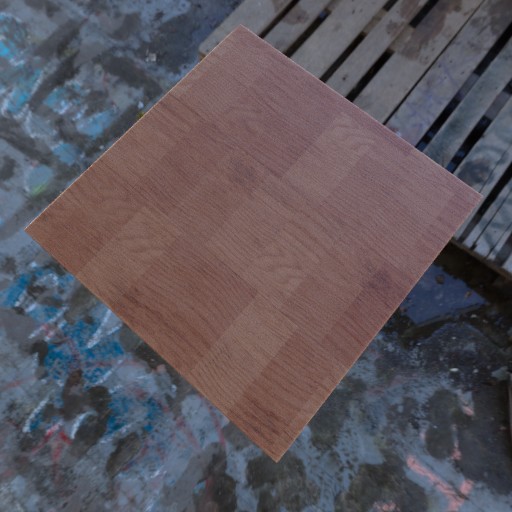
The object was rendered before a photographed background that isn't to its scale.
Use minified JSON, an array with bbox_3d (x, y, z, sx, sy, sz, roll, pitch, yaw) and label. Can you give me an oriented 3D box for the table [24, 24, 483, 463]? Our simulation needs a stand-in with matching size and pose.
[{"bbox_3d":[0.000,0.000,1.370,0.747,0.738,0.747,40,78,10],"label":"table"}]
